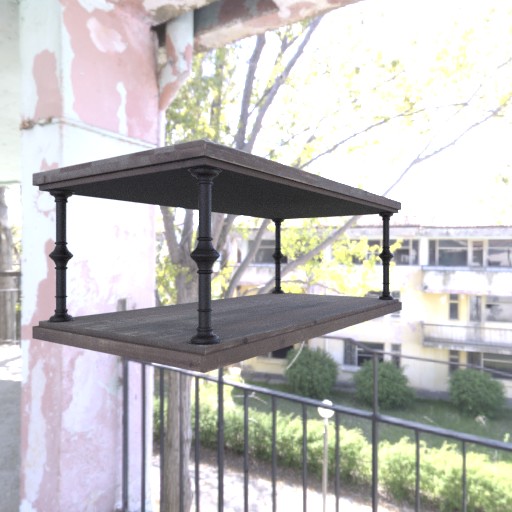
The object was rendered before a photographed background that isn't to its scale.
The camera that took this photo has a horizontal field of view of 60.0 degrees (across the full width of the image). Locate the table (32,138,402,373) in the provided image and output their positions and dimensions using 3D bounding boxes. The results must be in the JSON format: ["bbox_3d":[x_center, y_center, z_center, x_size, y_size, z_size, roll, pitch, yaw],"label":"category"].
[{"bbox_3d":[0.000,0.000,1.355,0.554,0.399,1.088,0,0,35],"label":"table"}]
